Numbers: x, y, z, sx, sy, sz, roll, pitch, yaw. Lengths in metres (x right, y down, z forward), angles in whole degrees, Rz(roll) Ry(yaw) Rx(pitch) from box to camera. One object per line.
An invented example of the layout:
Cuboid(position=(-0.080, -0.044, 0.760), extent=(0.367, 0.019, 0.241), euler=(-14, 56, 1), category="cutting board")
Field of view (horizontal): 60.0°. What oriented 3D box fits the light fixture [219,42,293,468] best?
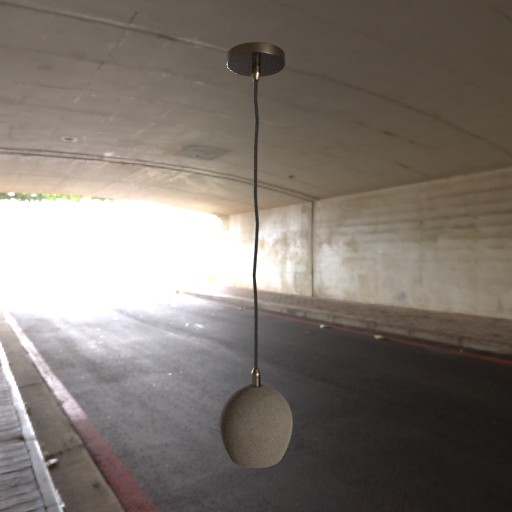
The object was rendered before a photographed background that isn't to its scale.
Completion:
Cuboid(position=(0.000, 0.000, 0.846), extent=(0.139, 0.764, 0.139), euler=(0, 0, -1), category="light fixture")
